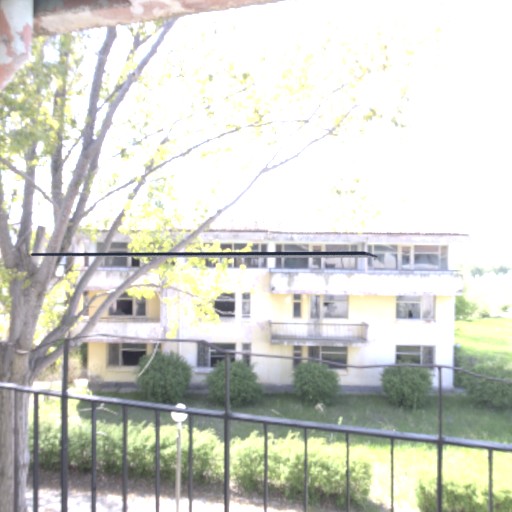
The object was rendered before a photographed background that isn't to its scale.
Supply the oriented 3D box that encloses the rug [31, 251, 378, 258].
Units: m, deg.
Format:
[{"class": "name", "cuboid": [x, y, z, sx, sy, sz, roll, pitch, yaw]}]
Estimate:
[{"class": "rug", "cuboid": [0.000, 0.000, 2.933, 1.526, 0.014, 2.290, 0, 0, 16]}]
